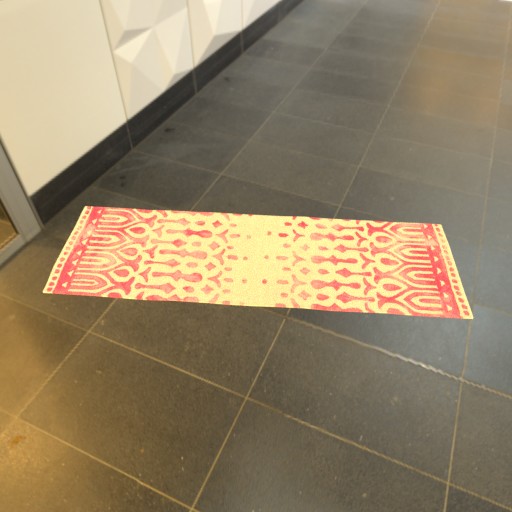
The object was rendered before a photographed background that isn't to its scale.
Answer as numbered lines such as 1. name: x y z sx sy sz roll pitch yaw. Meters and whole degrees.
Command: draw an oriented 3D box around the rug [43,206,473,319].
1. rug: 0.000 0.000 2.768 2.458 0.011 0.787 3 46 3
